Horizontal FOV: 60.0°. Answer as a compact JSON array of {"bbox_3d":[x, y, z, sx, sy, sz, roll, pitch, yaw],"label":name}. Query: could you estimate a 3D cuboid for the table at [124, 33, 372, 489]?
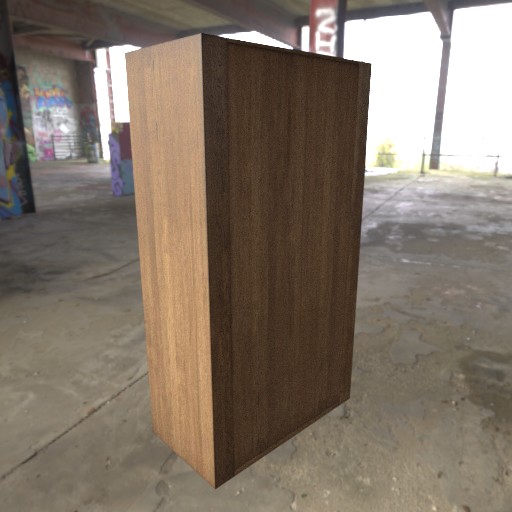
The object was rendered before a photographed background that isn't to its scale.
[{"bbox_3d":[0.000,0.000,2.431,1.100,2.000,0.600,-14,21,-41],"label":"table"}]
